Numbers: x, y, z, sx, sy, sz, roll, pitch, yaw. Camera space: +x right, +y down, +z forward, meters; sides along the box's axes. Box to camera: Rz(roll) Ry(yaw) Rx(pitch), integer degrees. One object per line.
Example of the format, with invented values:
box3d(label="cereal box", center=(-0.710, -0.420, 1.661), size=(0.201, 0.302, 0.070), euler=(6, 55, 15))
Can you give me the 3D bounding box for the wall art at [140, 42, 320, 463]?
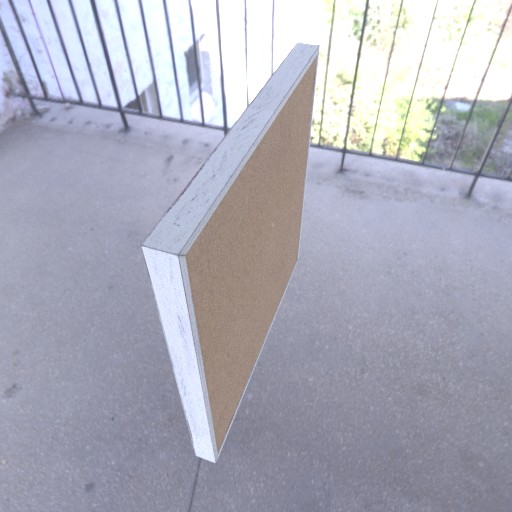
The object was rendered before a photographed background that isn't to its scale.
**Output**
box3d(label="wall art", center=(0.000, 0.000, 0.743), size=(0.038, 0.508, 0.508), euler=(15, 48, 14))
